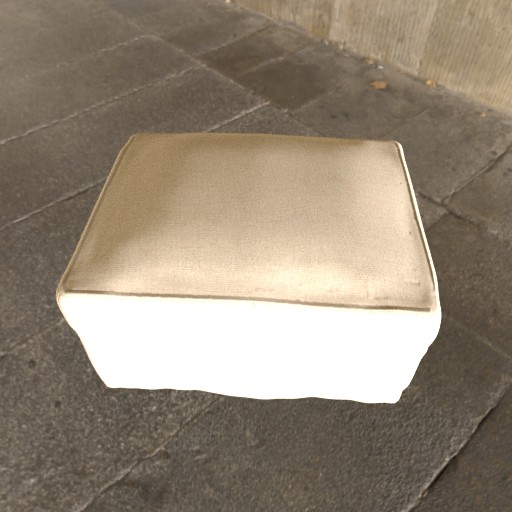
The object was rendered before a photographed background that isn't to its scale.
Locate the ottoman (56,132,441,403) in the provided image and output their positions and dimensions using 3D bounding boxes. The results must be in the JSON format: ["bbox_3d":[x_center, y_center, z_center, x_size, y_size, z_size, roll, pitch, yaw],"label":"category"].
[{"bbox_3d":[0.000,0.000,1.266,0.833,0.485,0.650,3,48,2],"label":"ottoman"}]
